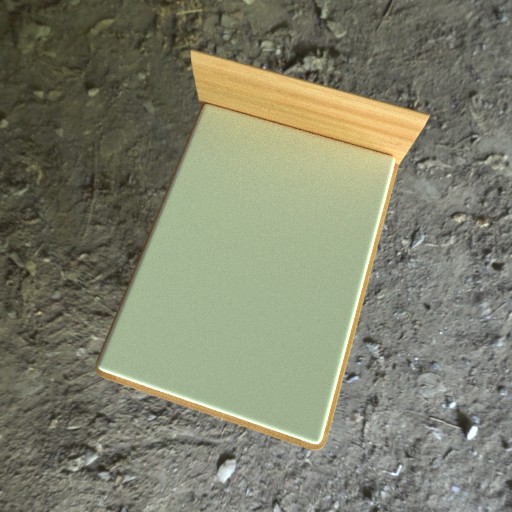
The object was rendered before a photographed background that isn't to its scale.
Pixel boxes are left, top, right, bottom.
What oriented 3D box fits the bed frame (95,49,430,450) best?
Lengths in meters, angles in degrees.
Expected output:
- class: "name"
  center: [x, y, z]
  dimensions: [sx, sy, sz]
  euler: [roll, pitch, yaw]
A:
- class: "bed frame"
  center: [0.000, 0.000, 2.815]
  dimensions: [1.472, 0.940, 1.992]
  euler: [17, 75, 5]
